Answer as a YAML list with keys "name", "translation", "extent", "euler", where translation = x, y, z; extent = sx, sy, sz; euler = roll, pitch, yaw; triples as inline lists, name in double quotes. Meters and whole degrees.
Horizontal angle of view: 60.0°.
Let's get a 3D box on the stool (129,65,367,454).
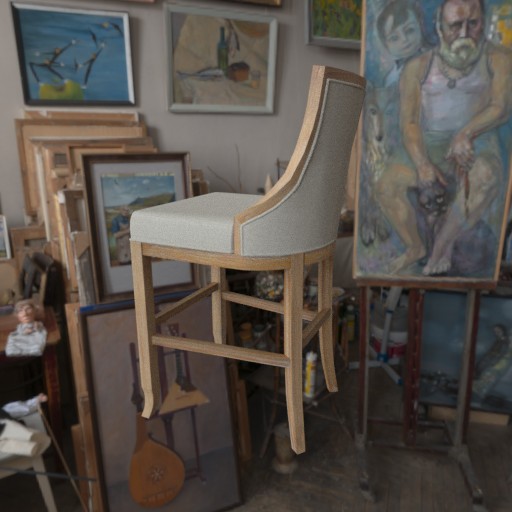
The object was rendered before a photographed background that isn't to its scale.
- name: "stool"
  translation: [0.000, 0.000, 1.478]
  extent: [0.626, 1.101, 0.524]
  euler: [8, 17, 25]
